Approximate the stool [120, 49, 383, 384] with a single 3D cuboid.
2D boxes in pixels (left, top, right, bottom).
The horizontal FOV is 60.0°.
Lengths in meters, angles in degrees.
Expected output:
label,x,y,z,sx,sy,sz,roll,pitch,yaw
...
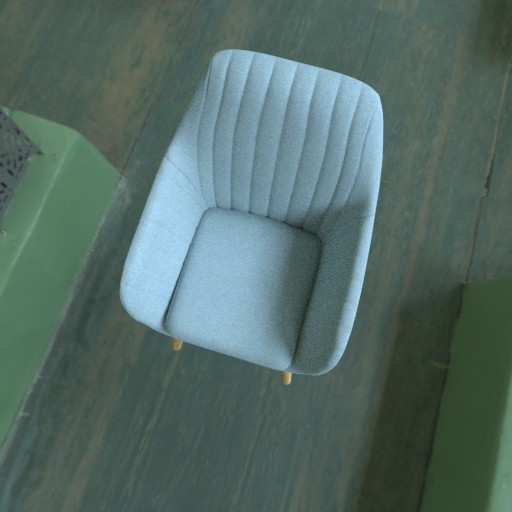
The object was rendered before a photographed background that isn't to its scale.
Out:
label,x,y,z,sx,sy,sz,roll,pitch,yaw
stool,0.000,0.000,1.182,0.503,0.830,0.590,16,76,4
